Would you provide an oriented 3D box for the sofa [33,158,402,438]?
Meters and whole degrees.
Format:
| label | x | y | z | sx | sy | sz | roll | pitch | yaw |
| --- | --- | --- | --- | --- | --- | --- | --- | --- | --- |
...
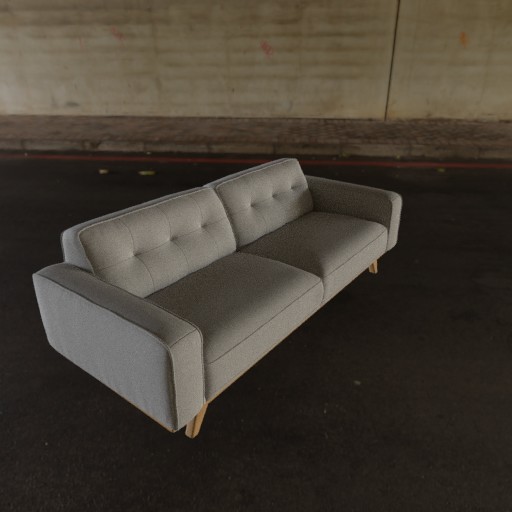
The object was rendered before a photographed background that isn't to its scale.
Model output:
| label | x | y | z | sx | sy | sz | roll | pitch | yaw |
| --- | --- | --- | --- | --- | --- | --- | --- | --- | --- |
| sofa | 0.000 | 0.000 | 2.672 | 0.956 | 0.781 | 2.270 | 18 | 31 | 33 |
